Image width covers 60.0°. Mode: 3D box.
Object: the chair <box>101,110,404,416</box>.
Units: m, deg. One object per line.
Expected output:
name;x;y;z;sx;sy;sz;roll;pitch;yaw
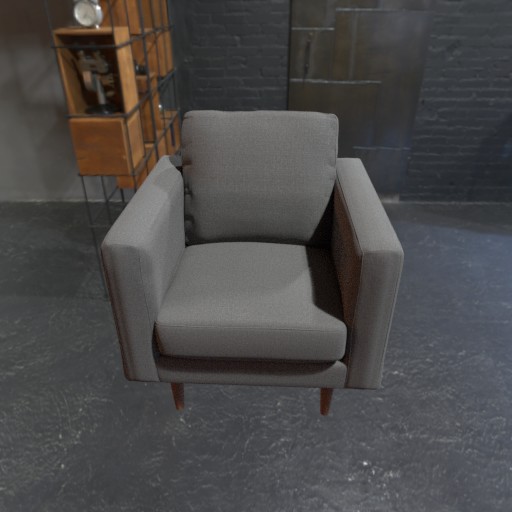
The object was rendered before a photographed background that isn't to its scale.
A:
chair;0.000;0.000;1.637;0.854;0.927;0.800;1;31;2
